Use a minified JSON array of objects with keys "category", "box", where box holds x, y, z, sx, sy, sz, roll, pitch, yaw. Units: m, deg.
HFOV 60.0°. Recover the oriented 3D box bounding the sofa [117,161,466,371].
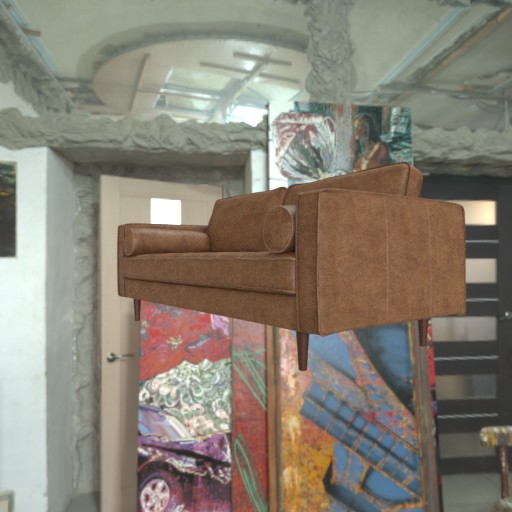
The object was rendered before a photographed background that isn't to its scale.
[{"category":"sofa","box":[0.000,0.000,2.433,0.924,0.825,1.920,0,0,-36]}]
